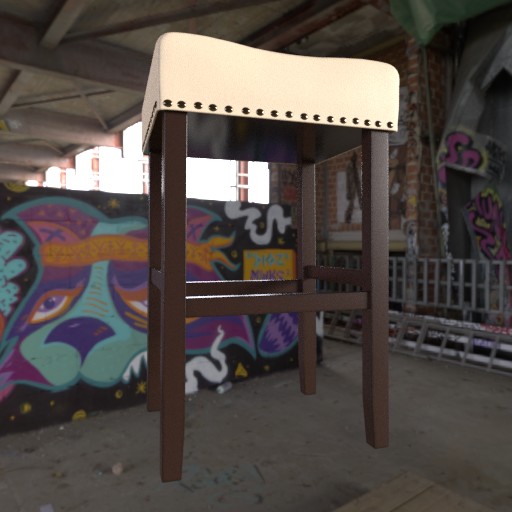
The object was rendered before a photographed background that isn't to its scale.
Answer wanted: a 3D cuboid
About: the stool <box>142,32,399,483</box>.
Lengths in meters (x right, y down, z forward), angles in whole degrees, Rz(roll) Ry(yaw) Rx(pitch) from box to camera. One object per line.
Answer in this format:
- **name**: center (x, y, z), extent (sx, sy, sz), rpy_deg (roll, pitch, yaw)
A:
- **stool**: center (0.000, 0.000, 0.986), extent (0.471, 0.762, 0.401), rpy_deg (0, 1, -18)
